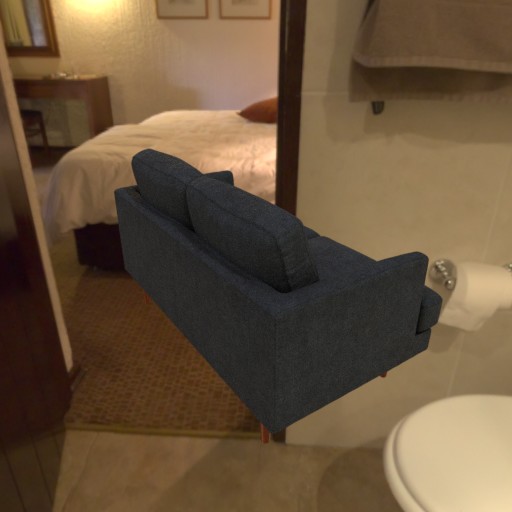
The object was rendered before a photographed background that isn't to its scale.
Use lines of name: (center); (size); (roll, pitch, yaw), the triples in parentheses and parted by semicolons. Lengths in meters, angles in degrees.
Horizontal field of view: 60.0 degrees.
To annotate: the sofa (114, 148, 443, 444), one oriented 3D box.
sofa: (0.000, 0.000, 2.241); (0.903, 0.944, 1.582); (-16, 30, -30)
